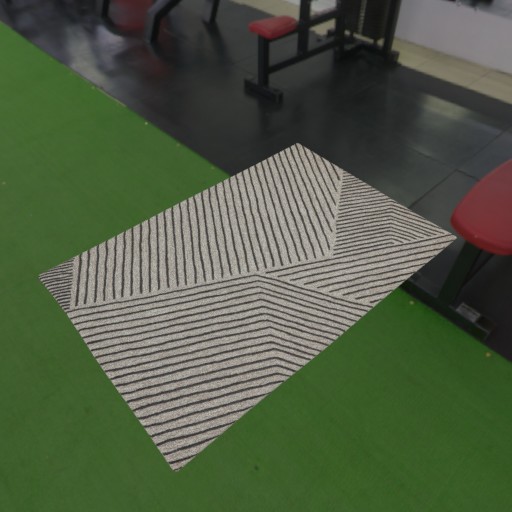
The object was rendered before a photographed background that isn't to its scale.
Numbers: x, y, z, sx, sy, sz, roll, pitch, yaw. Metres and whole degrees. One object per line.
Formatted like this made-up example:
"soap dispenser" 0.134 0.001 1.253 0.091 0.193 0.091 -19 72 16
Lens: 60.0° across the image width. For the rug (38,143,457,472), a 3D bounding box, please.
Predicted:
"rug" 0.000 0.000 2.320 1.842 0.019 1.237 -32 55 -27
